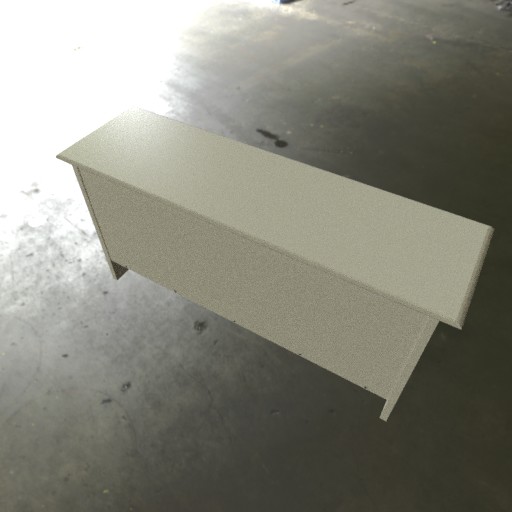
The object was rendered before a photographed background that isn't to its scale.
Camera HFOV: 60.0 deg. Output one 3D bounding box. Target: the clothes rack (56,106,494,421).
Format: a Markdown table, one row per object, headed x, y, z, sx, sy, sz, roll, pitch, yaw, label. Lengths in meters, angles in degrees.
| x | y | z | sx | sy | sz | roll | pitch | yaw | label |
| --- | --- | --- | --- | --- | --- | --- | --- | --- | --- |
| 0.000 | 0.000 | 1.333 | 1.120 | 0.531 | 0.324 | 24 | 51 | 20 | clothes rack |
